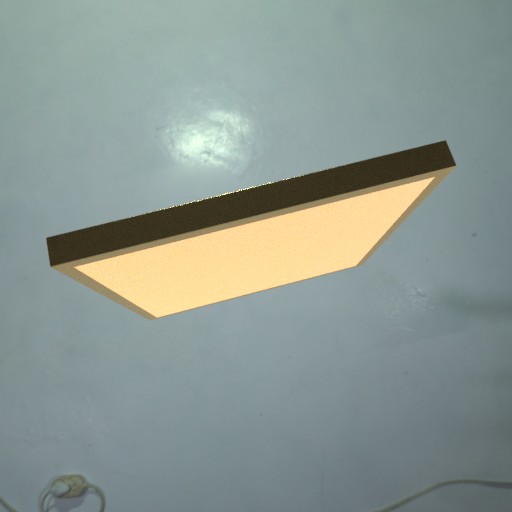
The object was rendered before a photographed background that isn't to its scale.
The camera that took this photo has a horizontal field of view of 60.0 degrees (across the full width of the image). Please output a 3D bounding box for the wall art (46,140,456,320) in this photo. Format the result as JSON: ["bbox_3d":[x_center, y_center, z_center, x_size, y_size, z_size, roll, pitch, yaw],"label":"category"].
[{"bbox_3d":[0.000,0.000,0.471,0.305,0.305,0.023,-14,75,-4],"label":"wall art"}]
